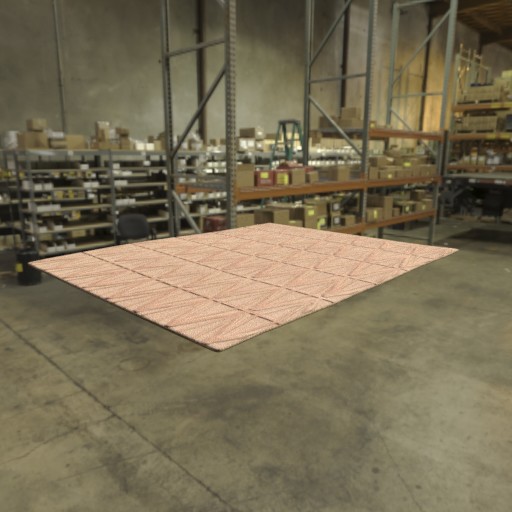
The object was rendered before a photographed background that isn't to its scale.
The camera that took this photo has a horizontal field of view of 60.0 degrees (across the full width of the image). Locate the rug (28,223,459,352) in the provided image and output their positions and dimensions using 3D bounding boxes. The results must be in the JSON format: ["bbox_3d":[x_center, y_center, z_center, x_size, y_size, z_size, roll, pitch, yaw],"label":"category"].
[{"bbox_3d":[0.000,0.000,3.982,2.453,0.043,3.052,12,18,43],"label":"rug"}]
